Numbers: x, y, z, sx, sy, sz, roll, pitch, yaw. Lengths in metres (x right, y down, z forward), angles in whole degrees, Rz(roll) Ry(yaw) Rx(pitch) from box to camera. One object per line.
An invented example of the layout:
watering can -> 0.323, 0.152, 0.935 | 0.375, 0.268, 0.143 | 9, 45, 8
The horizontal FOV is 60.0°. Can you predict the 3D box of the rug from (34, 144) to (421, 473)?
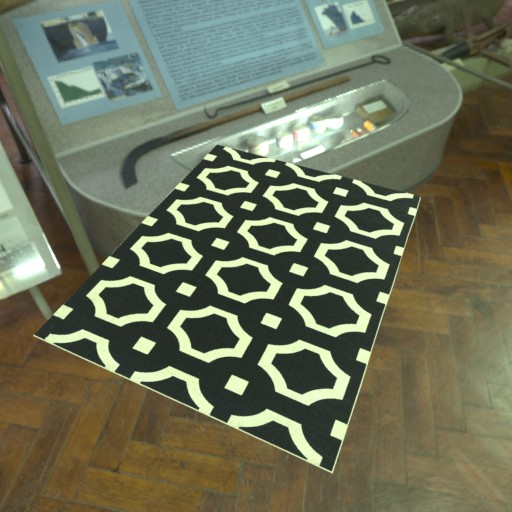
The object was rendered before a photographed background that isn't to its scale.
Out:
rug -> 0.000, 0.000, 4.099 | 2.466, 0.021, 3.049 | 18, 49, 17
